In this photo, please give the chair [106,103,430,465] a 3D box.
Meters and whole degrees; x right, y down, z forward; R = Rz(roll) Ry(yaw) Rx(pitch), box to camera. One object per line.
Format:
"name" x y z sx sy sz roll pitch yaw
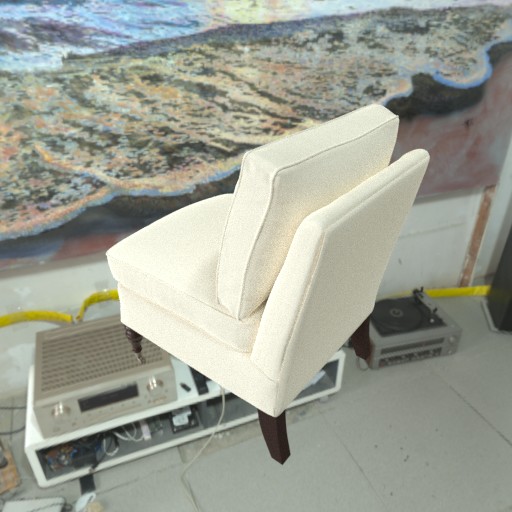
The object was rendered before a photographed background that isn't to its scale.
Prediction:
"chair" 0.000 0.000 1.393 0.781 0.887 0.630 21 37 32
